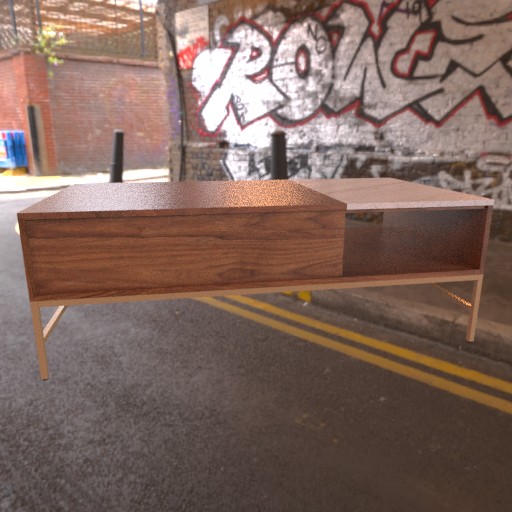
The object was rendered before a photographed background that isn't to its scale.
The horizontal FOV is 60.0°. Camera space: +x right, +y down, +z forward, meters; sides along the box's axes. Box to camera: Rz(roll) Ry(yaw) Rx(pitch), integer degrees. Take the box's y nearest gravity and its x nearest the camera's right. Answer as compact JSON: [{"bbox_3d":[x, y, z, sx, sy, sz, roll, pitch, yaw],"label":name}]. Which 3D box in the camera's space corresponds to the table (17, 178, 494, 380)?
[{"bbox_3d":[0.000,0.000,1.868,1.553,0.551,0.789,-3,16,-10],"label":"table"}]
